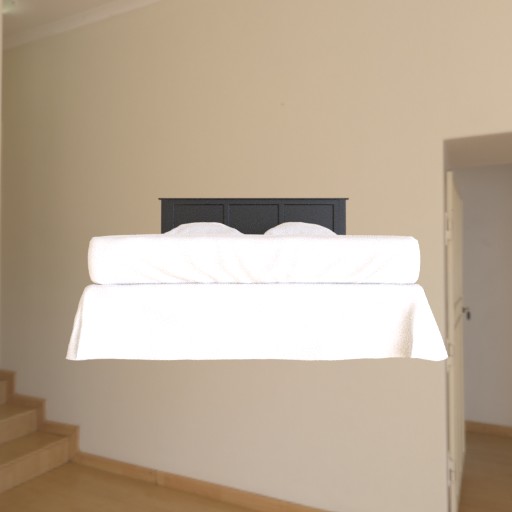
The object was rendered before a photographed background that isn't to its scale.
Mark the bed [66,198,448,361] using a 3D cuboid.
[{"bbox_3d":[0.000,0.000,3.584,2.315,1.271,2.219,0,-1,0],"label":"bed"}]
